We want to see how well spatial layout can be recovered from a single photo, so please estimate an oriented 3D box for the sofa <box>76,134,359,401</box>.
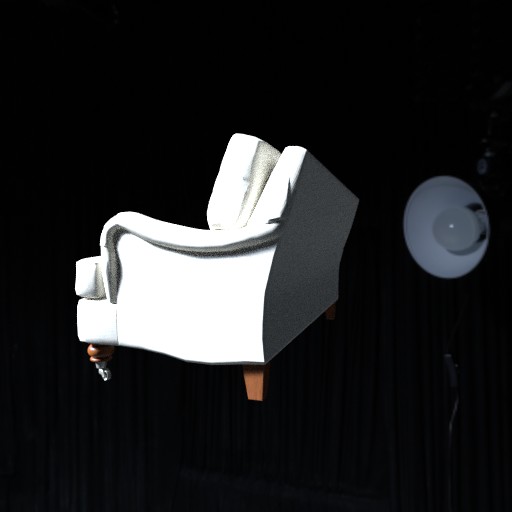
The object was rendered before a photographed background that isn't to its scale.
[{"bbox_3d":[0.000,0.000,2.811,1.086,1.087,2.159,1,2,18],"label":"sofa"}]
